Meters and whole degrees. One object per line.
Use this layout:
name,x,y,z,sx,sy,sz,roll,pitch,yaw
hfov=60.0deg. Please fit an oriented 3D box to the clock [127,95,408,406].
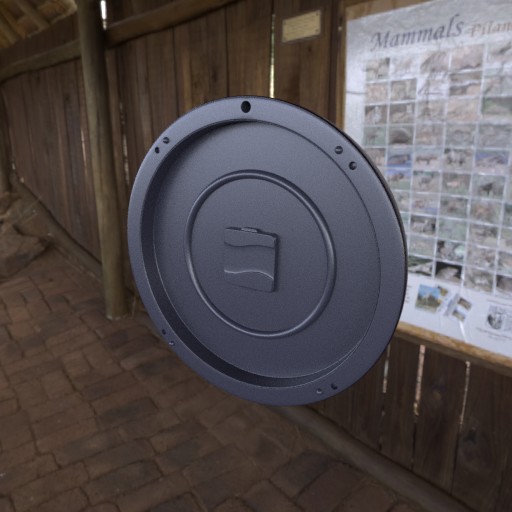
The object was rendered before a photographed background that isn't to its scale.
clock,0.000,0.000,0.443,0.300,0.300,0.060,9,18,28
